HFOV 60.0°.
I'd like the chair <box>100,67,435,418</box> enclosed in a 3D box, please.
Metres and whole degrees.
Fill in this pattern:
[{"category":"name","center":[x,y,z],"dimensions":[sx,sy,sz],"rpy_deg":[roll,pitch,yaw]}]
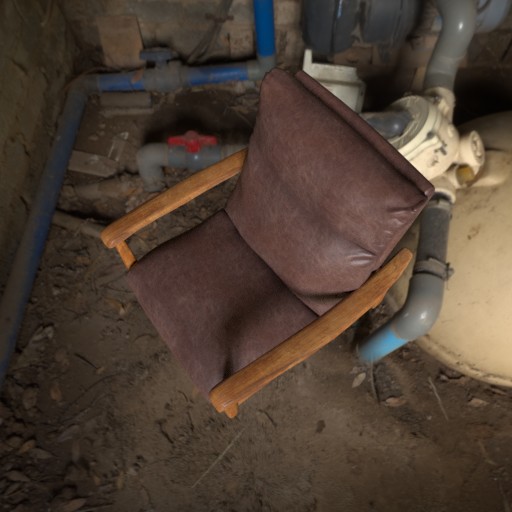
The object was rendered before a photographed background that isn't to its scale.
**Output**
[{"category":"chair","center":[0.000,0.000,1.548],"dimensions":[0.830,0.897,0.782],"rpy_deg":[-34,68,-16]}]
